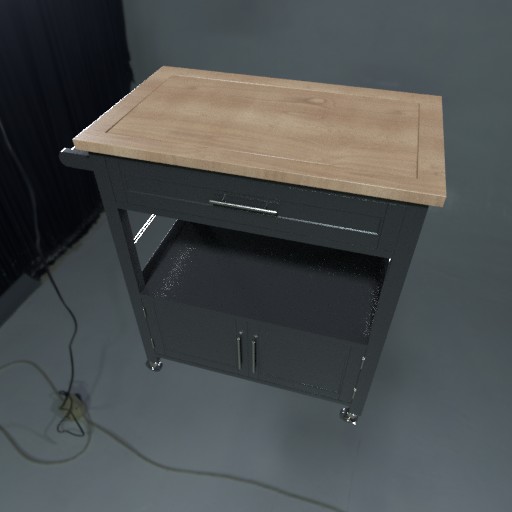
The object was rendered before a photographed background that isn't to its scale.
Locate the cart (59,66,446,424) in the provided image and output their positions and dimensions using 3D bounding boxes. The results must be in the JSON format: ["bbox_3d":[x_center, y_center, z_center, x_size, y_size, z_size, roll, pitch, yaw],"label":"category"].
[{"bbox_3d":[0.000,0.000,1.343,0.840,0.901,0.459,11,44,12],"label":"cart"}]
